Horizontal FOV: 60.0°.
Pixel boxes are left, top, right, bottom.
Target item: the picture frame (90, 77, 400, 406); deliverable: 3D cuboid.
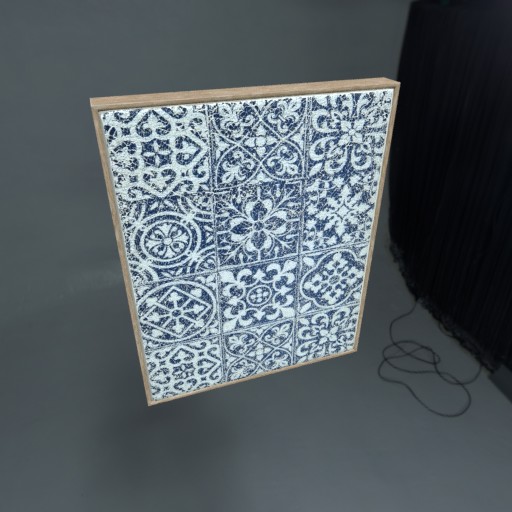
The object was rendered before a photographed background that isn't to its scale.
[{"bbox_3d":[0.000,0.000,0.735,0.424,0.526,0.043,-10,33,-16],"label":"picture frame"}]
